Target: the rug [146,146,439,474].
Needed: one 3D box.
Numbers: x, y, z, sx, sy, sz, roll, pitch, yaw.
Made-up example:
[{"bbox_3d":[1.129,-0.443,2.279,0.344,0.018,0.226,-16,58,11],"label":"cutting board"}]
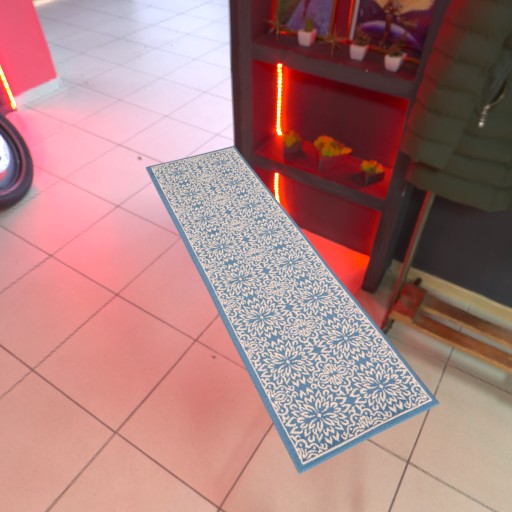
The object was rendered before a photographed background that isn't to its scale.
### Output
[{"bbox_3d":[0.000,0.000,2.435,0.662,0.011,2.196,-18,48,-17],"label":"rug"}]
